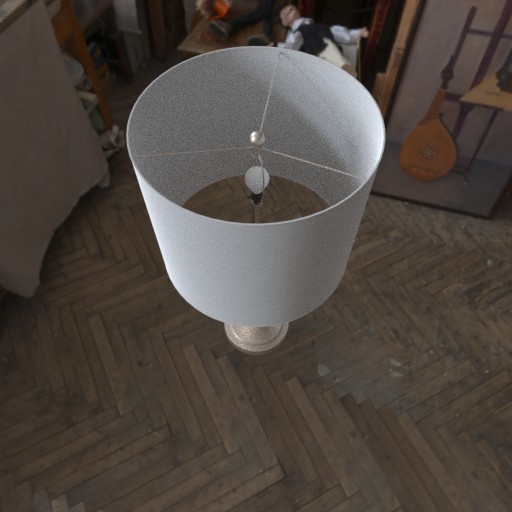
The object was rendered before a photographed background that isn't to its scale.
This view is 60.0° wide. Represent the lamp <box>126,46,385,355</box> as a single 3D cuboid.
[{"bbox_3d":[0.000,0.000,0.702,0.277,0.538,0.277,-18,59,-11],"label":"lamp"}]
